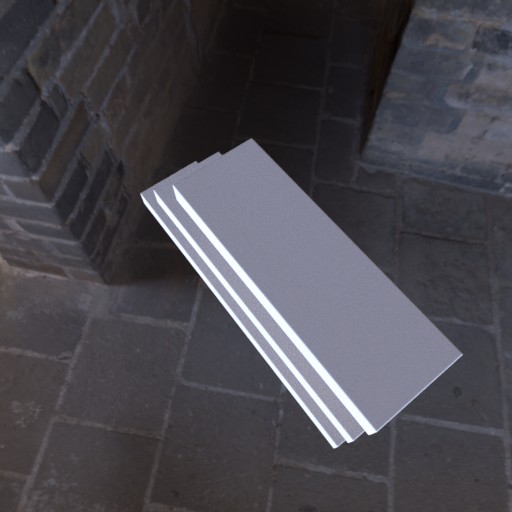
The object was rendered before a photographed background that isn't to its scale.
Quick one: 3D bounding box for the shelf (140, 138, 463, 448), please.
[{"bbox_3d":[0.000,0.000,0.733,0.140,0.293,0.610,-34,68,-16],"label":"shelf"}]
